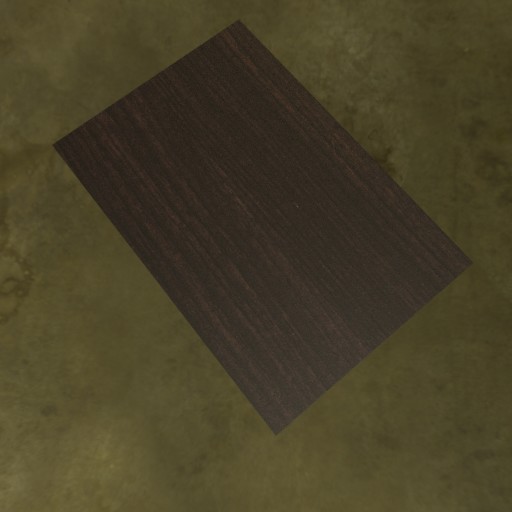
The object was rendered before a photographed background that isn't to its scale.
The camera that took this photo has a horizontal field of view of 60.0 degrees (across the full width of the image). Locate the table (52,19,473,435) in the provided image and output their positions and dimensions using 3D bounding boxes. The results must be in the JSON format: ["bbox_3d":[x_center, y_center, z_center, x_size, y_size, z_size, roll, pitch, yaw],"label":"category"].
[{"bbox_3d":[0.000,0.000,1.065,0.406,0.711,0.591,-38,79,-9],"label":"table"}]
